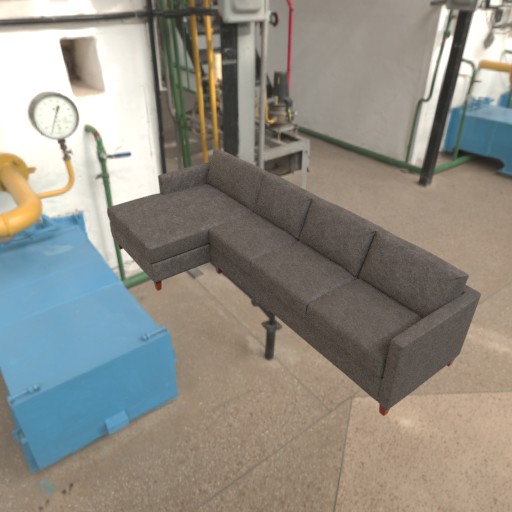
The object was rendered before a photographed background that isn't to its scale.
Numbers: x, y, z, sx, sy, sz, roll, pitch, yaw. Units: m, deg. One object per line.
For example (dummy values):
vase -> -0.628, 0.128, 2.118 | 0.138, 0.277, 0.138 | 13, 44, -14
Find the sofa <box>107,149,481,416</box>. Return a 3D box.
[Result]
sofa -> 0.000, 0.000, 4.149 | 1.606, 0.954, 3.471 | -22, 39, -30
